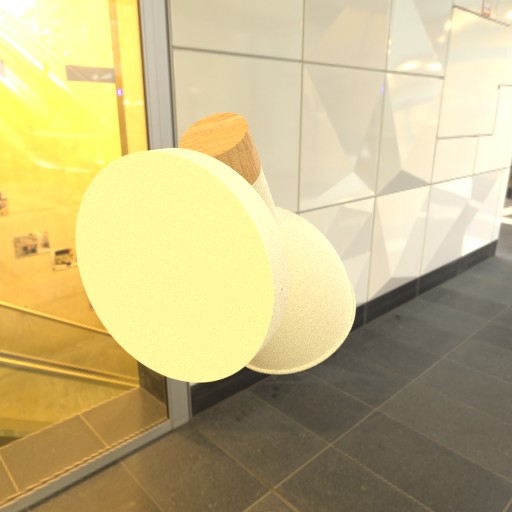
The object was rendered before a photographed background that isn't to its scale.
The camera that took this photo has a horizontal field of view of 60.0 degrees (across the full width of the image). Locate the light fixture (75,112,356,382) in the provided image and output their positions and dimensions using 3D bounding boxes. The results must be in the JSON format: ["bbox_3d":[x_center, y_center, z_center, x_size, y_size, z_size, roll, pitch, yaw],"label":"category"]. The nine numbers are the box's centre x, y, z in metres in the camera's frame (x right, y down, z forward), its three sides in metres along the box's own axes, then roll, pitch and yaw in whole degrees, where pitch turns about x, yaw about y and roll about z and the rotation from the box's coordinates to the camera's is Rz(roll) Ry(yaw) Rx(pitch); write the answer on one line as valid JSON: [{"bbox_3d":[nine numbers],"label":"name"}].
[{"bbox_3d":[0.000,0.000,0.323,0.127,0.199,0.209,9,20,26],"label":"light fixture"}]
